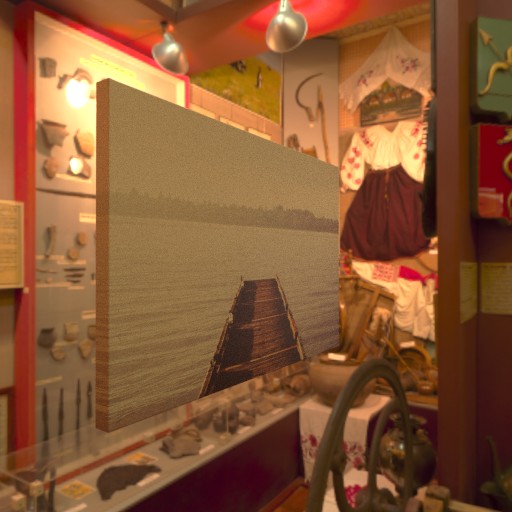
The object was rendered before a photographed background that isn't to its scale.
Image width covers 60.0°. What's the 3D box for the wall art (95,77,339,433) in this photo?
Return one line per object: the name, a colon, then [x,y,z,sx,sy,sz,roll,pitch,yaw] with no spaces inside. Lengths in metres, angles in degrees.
wall art: [0.000,0.000,1.139,0.037,0.609,0.916,0,0,36]
